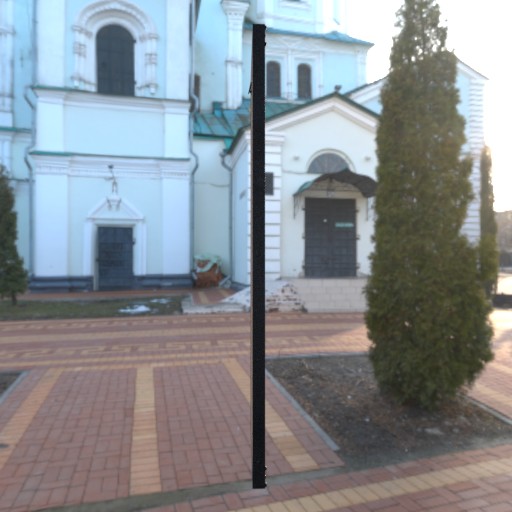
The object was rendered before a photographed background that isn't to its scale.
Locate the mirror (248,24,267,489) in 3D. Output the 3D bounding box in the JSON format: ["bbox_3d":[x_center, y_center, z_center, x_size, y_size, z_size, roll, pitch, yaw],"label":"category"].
[{"bbox_3d":[0.000,0.000,1.198,0.042,1.080,0.354,0,-1,-1],"label":"mirror"}]
